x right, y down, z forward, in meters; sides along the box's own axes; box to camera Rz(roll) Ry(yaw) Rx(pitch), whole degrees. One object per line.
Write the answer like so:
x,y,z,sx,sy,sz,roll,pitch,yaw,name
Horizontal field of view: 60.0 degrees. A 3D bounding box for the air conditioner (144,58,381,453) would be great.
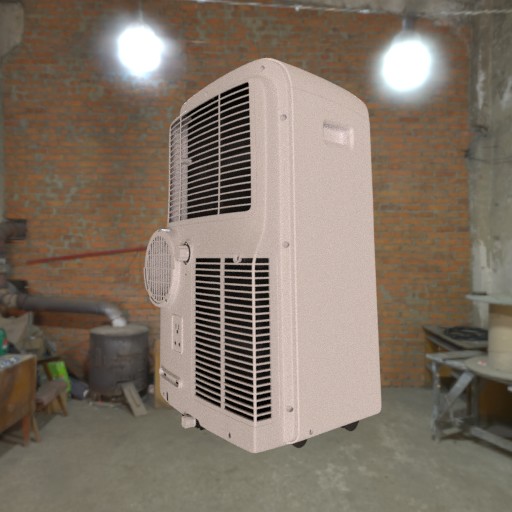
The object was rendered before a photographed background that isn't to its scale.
0.000,0.000,0.969,0.365,0.700,0.454,0,0,-35,air conditioner
